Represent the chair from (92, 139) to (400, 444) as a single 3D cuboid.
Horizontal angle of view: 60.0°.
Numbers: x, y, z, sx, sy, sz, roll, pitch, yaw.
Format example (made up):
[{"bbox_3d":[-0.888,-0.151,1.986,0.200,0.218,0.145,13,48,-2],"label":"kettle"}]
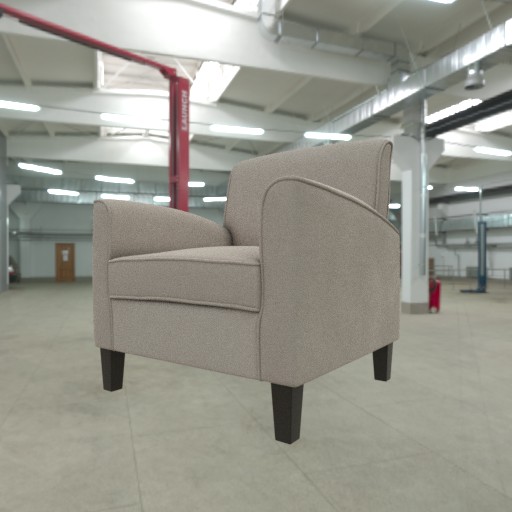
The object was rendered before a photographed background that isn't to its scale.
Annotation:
[{"bbox_3d":[0.000,0.000,1.595,0.820,0.915,0.820,0,0,36],"label":"chair"}]
